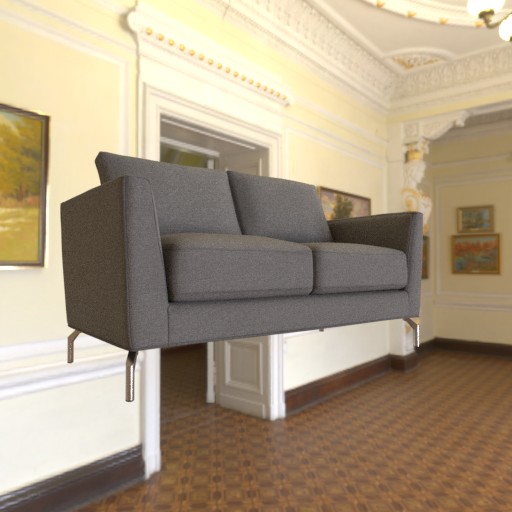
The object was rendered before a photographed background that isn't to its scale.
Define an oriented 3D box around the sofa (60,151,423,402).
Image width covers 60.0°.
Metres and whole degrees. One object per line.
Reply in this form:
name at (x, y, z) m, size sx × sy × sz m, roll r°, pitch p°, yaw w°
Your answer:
sofa at (0.000, 0.000, 2.117) m, size 1.594 × 0.924 × 0.803 m, roll 1°, pitch -2°, yaw -37°
